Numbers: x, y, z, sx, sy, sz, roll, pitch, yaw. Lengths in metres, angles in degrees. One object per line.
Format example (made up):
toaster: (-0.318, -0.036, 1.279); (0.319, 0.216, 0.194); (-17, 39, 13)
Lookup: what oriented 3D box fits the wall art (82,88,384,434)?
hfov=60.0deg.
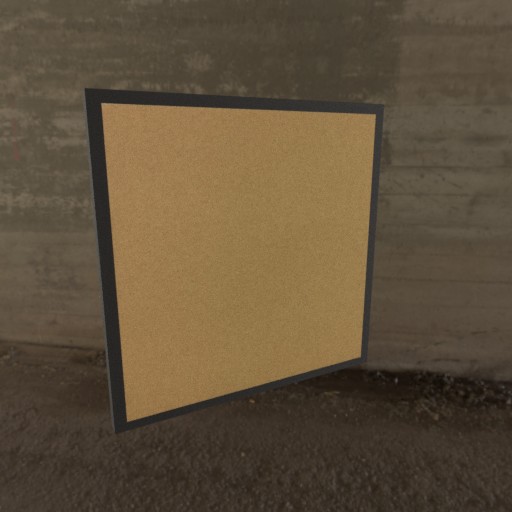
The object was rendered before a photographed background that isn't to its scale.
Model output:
wall art: (0.000, 0.000, 1.129); (0.762, 0.760, 0.037); (-7, 16, -27)
